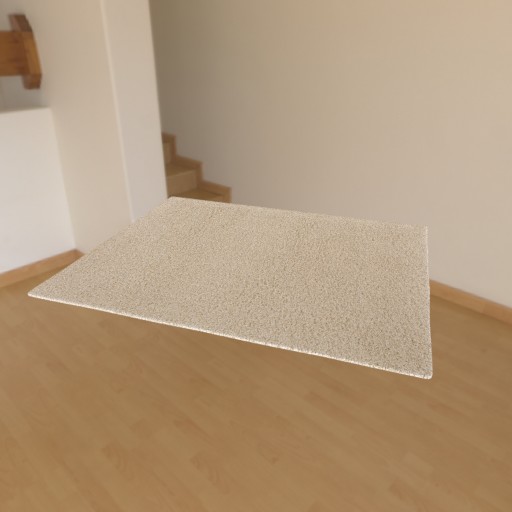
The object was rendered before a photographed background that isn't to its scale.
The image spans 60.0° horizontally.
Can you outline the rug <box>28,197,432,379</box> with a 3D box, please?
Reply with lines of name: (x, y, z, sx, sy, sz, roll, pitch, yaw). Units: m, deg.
rug: (0.000, 0.000, 4.128, 3.047, 0.029, 2.438, 9, 28, 16)
